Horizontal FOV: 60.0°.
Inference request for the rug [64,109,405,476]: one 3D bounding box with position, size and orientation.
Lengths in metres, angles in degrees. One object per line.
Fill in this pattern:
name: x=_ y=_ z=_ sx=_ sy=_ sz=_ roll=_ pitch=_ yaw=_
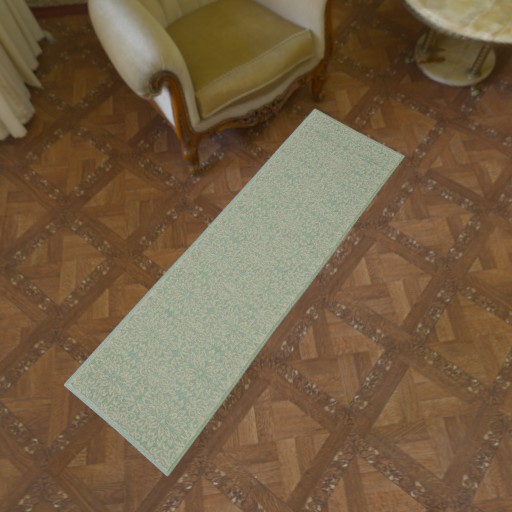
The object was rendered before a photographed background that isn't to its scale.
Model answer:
rug: x=0.000 y=0.000 z=2.422 sx=0.662 sy=0.011 sz=2.196 roll=33 pitch=68 yaw=15
